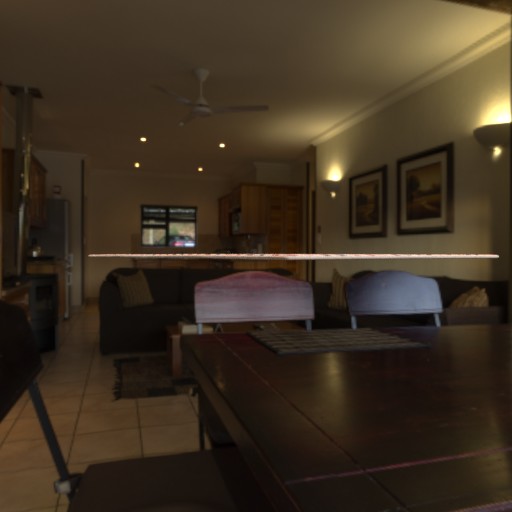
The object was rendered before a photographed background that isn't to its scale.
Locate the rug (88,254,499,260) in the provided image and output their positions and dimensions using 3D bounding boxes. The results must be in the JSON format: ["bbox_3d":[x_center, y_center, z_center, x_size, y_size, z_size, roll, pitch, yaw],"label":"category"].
[{"bbox_3d":[0.000,0.000,2.979,1.521,0.023,2.464,0,0,-36],"label":"rug"}]
